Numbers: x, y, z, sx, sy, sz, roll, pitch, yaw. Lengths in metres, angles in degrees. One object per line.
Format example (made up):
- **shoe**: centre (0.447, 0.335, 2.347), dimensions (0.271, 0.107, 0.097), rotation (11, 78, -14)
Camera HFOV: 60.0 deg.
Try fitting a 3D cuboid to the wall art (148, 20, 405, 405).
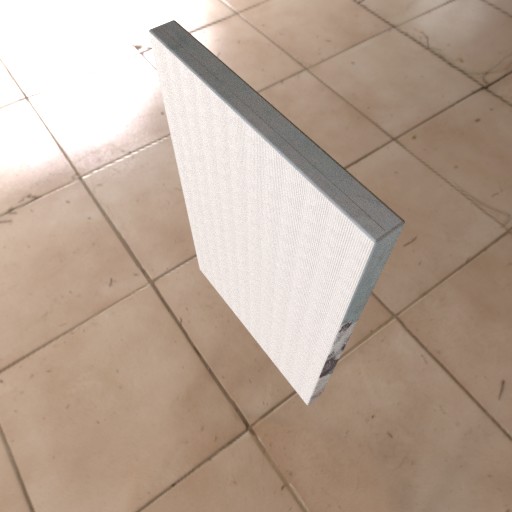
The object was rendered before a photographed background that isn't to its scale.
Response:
- **wall art**: centre (0.000, 0.000, 1.112), dimensions (0.061, 0.911, 0.609), rotation (-33, 64, -18)
